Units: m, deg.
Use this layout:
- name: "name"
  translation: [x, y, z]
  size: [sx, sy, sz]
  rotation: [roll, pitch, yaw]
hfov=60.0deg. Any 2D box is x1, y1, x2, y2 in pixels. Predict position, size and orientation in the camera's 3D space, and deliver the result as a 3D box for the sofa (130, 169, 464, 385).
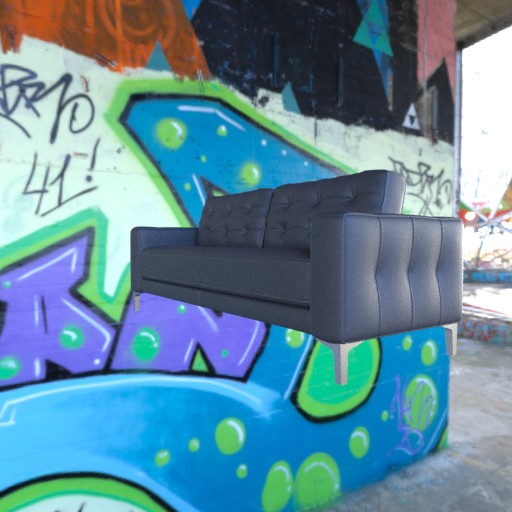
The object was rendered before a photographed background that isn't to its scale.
- name: "sofa"
  translation: [0.000, 0.000, 2.754]
  size: [0.833, 0.893, 2.275]
  rotation: [-1, 2, -35]
